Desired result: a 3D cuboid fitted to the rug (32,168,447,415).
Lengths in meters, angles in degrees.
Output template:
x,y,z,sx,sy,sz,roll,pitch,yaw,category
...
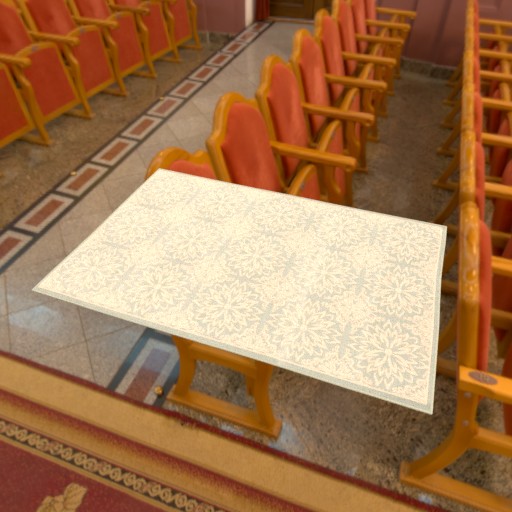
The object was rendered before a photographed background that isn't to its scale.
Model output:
x,y,z,sx,sy,sz,roll,pitch,yaw,category
0.000,0.000,2.305,1.840,0.012,1.219,14,43,15,rug
